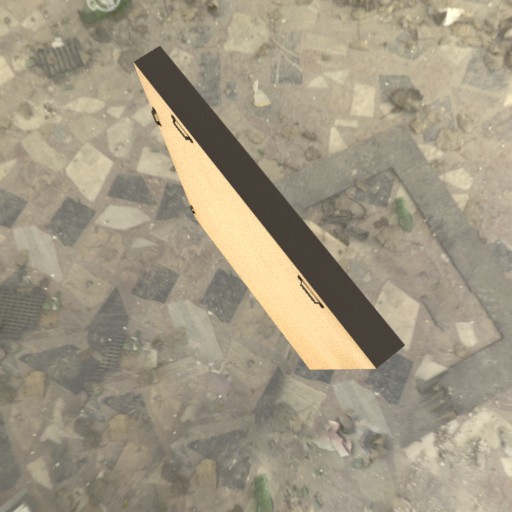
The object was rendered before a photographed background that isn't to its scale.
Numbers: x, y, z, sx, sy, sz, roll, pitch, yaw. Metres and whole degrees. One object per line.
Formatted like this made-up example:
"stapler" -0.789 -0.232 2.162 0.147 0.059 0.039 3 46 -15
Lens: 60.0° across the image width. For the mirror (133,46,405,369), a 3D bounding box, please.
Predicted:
"mirror" 0.000 0.000 0.691 0.041 0.509 0.406 -36 78 -9
